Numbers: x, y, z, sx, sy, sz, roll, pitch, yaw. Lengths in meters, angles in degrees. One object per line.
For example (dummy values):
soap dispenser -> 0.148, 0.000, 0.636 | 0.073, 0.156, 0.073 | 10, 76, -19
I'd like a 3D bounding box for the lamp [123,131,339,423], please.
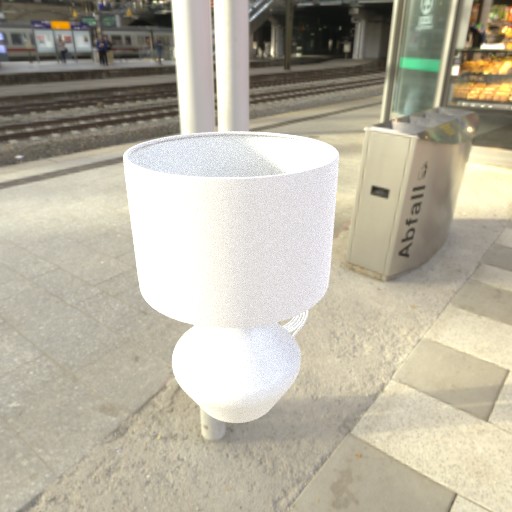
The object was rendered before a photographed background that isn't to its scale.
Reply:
lamp -> 0.000, 0.000, 0.850 | 0.401, 0.457, 0.546 | 18, 31, 33
